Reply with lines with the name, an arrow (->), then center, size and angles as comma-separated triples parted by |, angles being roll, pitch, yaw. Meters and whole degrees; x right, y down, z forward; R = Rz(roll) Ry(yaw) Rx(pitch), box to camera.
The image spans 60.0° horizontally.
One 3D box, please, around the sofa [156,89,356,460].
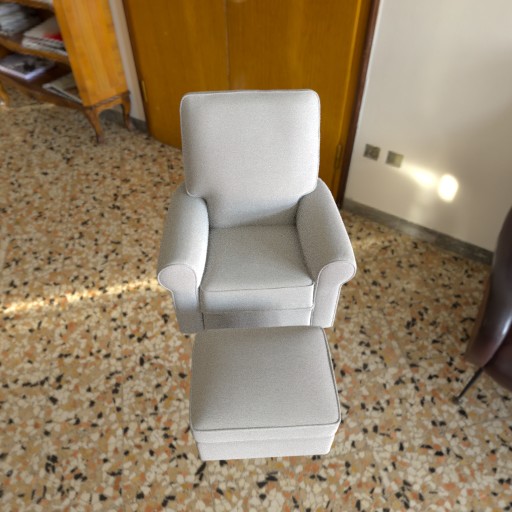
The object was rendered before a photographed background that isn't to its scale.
sofa -> 0.000, 0.000, 1.996 | 0.880, 0.959, 1.478 | -2, 47, -2
